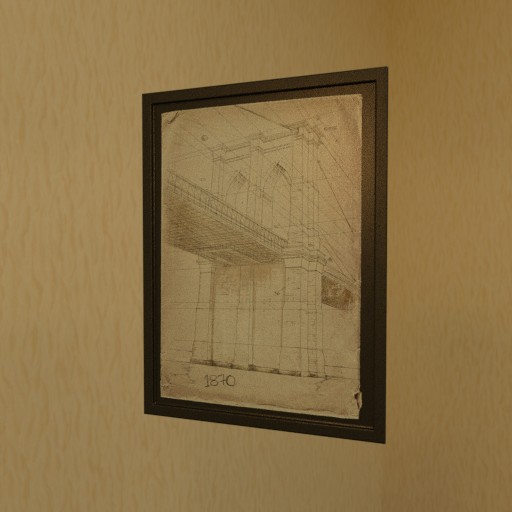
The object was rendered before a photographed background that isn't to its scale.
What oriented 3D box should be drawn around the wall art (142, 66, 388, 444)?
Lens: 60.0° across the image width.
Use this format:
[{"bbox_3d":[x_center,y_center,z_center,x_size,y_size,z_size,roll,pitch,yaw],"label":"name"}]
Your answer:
[{"bbox_3d":[0.000,0.000,0.847,0.480,0.657,0.016,0,1,17],"label":"wall art"}]
